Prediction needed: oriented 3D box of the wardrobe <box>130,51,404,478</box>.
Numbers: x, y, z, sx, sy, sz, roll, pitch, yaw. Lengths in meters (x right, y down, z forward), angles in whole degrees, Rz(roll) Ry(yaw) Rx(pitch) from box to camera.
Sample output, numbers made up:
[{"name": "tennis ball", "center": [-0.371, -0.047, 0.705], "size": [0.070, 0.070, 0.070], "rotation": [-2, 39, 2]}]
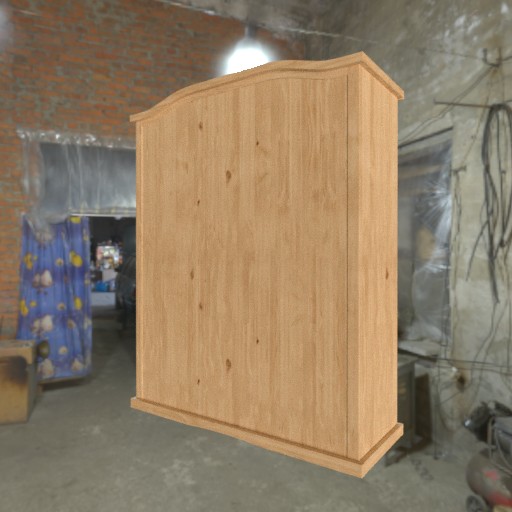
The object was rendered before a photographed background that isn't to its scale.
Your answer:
[{"name": "wardrobe", "center": [0.000, 0.000, 2.528], "size": [1.500, 1.870, 0.570], "rotation": [0, 0, 35]}]
